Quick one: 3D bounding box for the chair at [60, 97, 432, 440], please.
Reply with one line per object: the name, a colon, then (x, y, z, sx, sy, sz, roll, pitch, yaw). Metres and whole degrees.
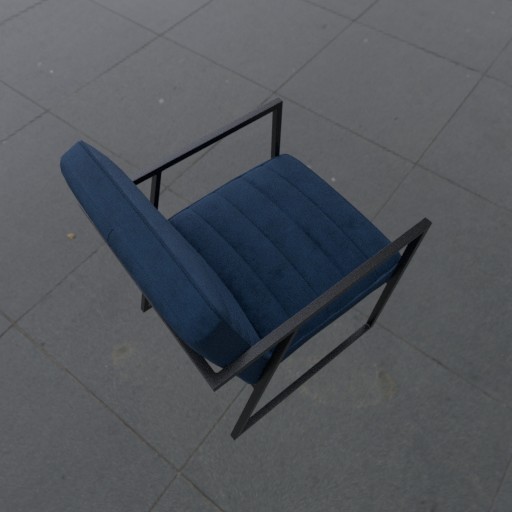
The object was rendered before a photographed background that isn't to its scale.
chair: (0.000, 0.000, 1.235, 0.677, 0.833, 0.571, -33, 64, -19)
